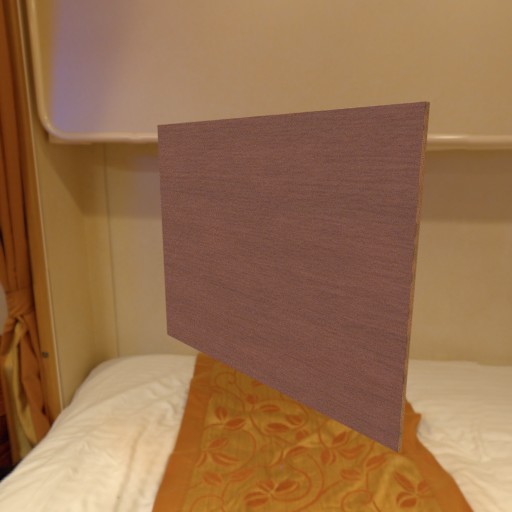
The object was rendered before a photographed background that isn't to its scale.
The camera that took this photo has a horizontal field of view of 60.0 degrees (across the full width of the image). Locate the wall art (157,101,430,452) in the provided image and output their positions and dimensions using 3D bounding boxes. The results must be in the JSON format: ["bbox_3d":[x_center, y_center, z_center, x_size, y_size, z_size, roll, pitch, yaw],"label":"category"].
[{"bbox_3d":[0.000,0.000,0.678,0.010,0.408,0.508,-12,18,-43],"label":"wall art"}]
